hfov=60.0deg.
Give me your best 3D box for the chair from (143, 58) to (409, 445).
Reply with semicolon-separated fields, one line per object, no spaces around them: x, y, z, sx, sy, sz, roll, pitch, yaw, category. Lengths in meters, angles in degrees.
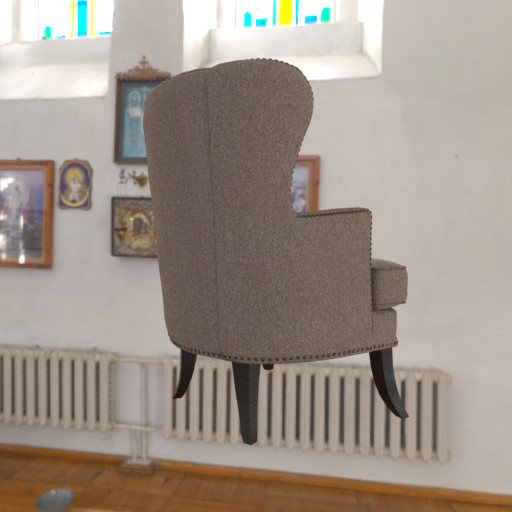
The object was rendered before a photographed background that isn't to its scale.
0.000;0.000;1.560;0.758;1.060;0.759;0;1;-36;chair
